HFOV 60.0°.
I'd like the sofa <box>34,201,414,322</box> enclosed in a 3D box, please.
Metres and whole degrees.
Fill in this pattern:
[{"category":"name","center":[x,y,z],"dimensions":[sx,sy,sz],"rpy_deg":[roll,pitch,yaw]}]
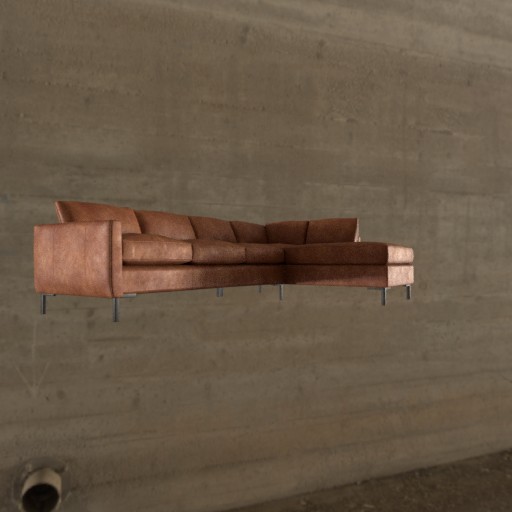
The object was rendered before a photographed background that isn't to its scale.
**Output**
[{"category":"sofa","center":[0.000,0.000,3.914],"dimensions":[1.938,0.877,2.984],"rpy_deg":[-1,-1,35]}]
